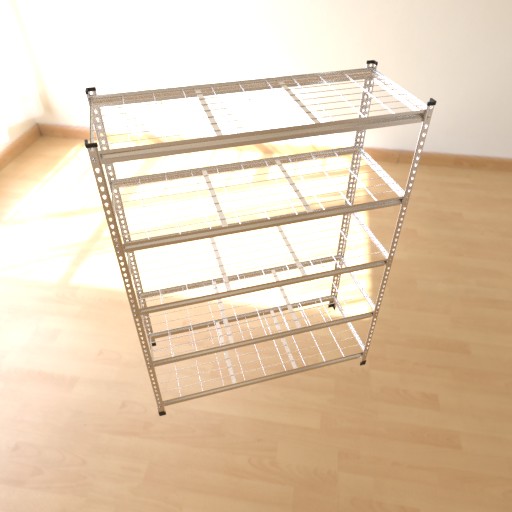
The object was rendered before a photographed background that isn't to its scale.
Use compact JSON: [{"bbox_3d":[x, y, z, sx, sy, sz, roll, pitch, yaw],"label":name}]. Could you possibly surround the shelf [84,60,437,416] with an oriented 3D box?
[{"bbox_3d":[0.000,0.000,2.703,1.524,1.981,0.610,-11,42,-12],"label":"shelf"}]
